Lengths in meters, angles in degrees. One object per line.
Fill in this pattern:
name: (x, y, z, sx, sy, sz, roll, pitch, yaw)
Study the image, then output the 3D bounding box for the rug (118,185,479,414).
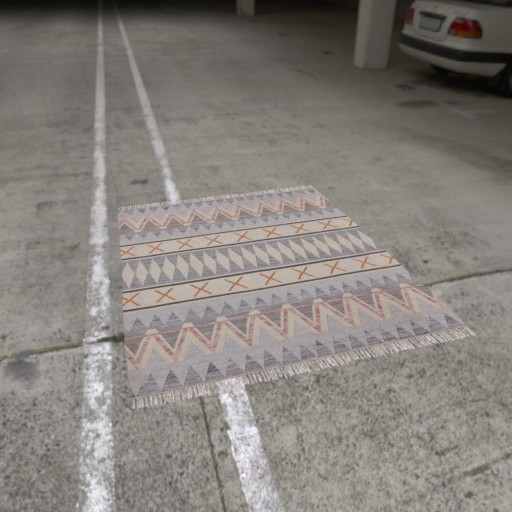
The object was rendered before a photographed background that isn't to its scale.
rug: (0.000, 0.000, 4.012, 2.371, 0.012, 3.000, -8, 31, -14)
